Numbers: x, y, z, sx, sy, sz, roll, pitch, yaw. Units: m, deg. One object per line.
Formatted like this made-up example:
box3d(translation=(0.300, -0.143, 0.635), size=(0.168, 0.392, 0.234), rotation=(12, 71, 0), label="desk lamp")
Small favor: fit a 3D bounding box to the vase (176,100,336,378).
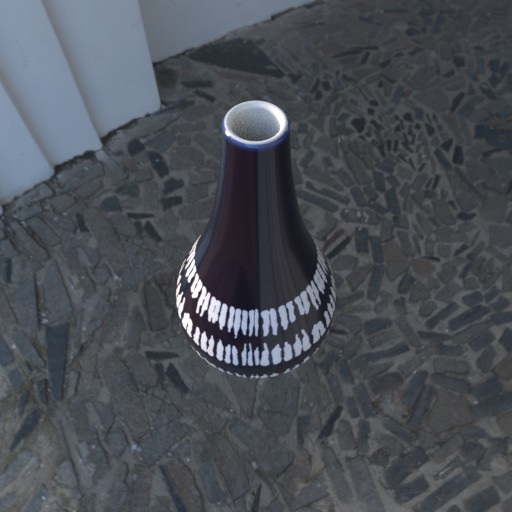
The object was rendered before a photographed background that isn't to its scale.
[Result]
box3d(translation=(0.000, 0.000, 0.379), size=(0.159, 0.295, 0.159), rotation=(0, 58, 0), label="vase")
